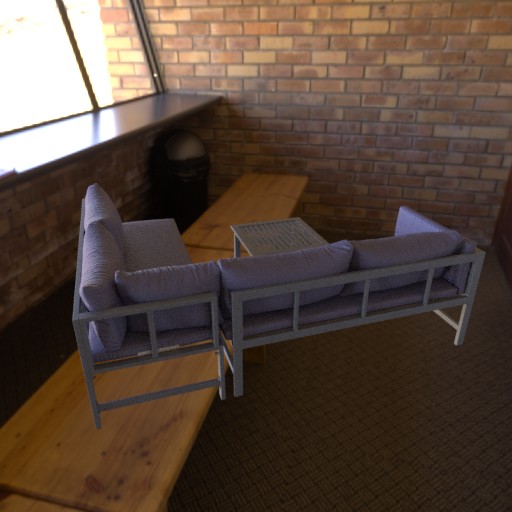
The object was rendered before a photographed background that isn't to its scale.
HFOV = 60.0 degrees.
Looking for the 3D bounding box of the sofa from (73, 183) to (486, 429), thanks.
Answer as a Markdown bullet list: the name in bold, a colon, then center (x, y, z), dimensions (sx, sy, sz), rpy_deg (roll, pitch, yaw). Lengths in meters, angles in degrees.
- **sofa**: center (0.000, 0.000, 2.965), dimensions (2.149, 0.762, 1.658), rpy_deg (-8, 27, -16)
